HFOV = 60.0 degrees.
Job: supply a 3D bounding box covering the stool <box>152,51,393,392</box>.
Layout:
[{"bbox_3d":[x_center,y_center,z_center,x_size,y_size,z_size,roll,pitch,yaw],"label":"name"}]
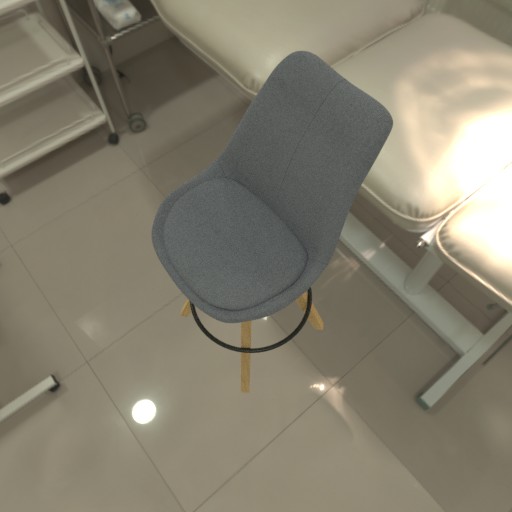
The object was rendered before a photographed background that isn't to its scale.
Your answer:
[{"bbox_3d":[0.000,0.000,1.416,0.550,1.115,0.485,-36,68,-17],"label":"stool"}]
